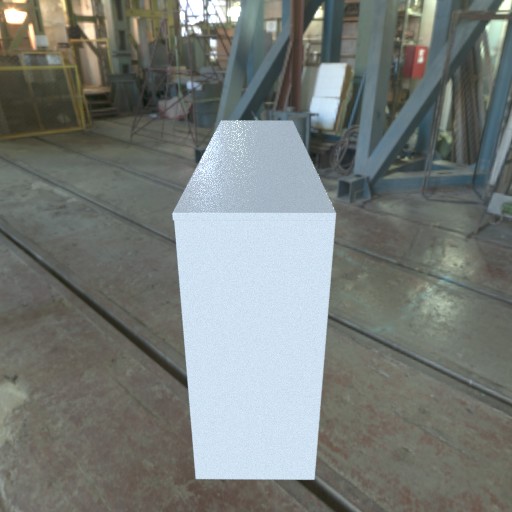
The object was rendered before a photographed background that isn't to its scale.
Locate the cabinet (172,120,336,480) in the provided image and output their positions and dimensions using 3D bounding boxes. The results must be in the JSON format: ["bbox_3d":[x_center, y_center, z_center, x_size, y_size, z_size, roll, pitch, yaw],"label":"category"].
[{"bbox_3d":[0.000,0.000,1.875,0.380,0.900,1.450,0,25,0],"label":"cabinet"}]
